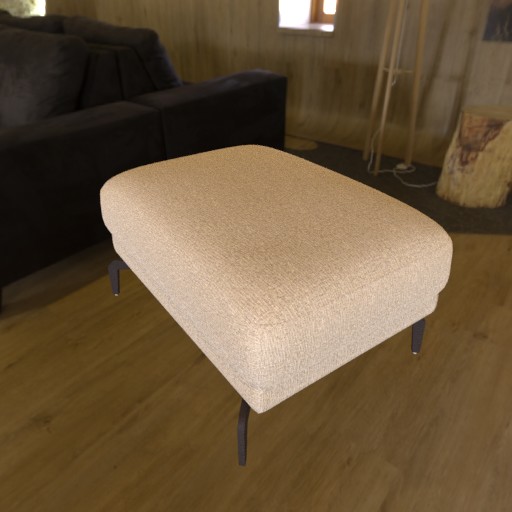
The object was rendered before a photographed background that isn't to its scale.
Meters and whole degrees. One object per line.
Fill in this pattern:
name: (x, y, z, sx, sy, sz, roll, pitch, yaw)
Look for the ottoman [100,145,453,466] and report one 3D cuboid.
ottoman: (0.000, 0.000, 1.130, 0.568, 0.420, 0.772, -20, 37, -30)
